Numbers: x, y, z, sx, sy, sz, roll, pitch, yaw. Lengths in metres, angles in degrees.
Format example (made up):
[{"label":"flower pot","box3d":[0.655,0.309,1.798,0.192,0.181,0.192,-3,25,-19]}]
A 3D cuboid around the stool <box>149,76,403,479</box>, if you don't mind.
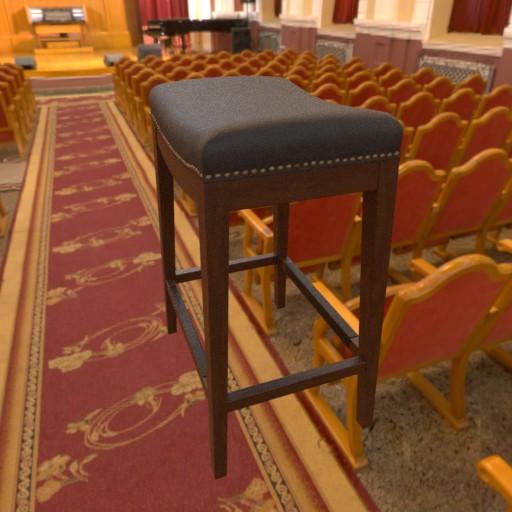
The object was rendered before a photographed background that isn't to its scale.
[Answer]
[{"label":"stool","box3d":[0.000,0.000,0.943,0.353,0.664,0.490,-11,31,-18]}]
